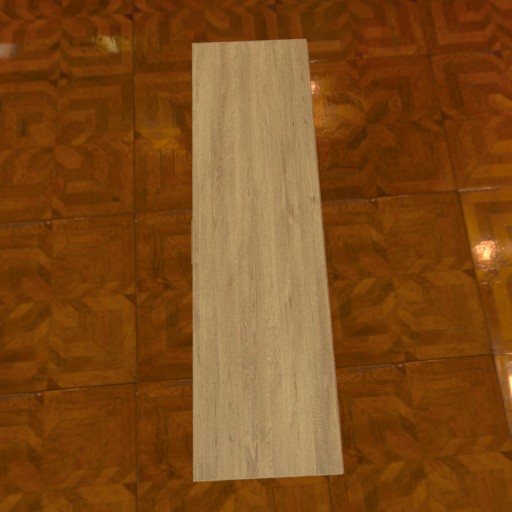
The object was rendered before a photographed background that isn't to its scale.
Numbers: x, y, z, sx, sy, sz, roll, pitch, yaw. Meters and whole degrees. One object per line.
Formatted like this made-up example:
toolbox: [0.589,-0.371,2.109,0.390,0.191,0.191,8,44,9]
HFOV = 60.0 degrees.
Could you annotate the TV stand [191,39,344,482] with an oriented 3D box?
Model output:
TV stand: [0.000,0.000,1.556,0.401,0.565,1.313,-2,74,-1]
